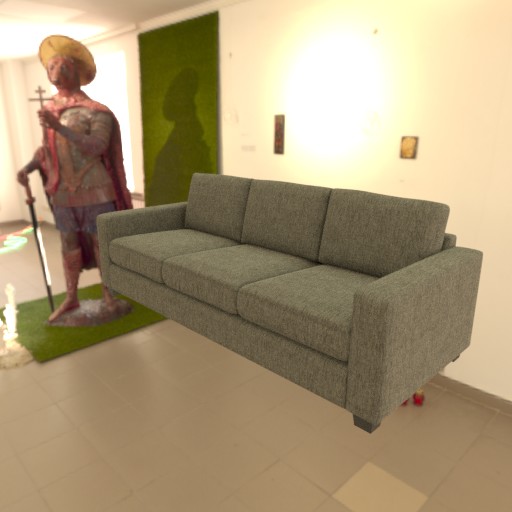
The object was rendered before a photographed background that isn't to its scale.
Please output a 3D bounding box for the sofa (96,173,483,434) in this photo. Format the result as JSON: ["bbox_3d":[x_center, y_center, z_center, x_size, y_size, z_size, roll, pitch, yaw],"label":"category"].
[{"bbox_3d":[0.000,0.000,2.549,0.900,0.800,2.160,-15,22,-42],"label":"sofa"}]
